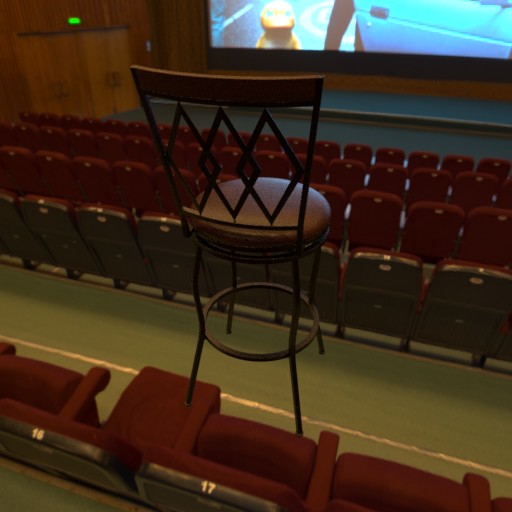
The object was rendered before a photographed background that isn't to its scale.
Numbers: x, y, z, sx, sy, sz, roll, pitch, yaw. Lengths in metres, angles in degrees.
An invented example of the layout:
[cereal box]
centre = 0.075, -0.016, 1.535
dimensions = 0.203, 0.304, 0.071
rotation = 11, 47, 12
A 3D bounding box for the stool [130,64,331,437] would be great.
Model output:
[stool]
centre = 0.000, 0.000, 1.365
dimensions = 0.432, 1.134, 0.521
rotation = 9, 33, 15
